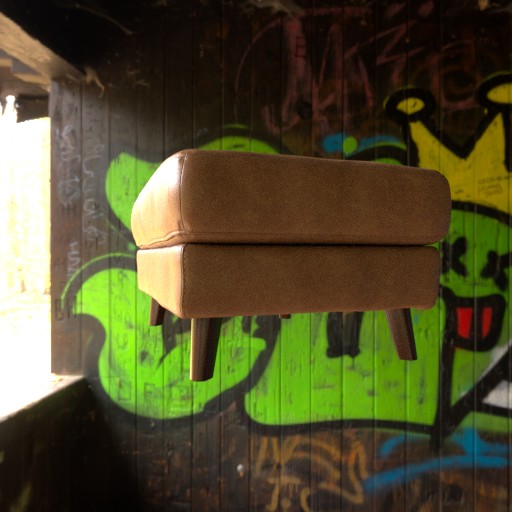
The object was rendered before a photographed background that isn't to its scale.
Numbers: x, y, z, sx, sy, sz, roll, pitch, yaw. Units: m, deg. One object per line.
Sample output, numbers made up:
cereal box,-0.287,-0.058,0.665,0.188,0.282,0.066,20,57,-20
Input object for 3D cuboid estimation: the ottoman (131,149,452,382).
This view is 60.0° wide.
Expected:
ottoman,0.000,0.000,1.231,0.630,0.461,0.869,0,0,-20
